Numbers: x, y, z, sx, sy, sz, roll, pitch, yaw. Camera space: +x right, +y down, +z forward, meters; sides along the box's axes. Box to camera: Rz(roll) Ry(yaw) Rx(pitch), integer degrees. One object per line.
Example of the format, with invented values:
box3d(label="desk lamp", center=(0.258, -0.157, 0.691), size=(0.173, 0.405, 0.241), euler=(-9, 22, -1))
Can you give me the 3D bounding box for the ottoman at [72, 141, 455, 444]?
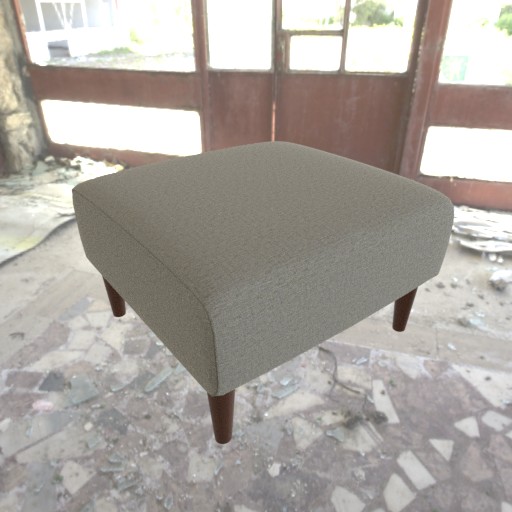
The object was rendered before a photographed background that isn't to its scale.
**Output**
box3d(label="ottoman", center=(0.000, 0.000, 1.089), size=(0.655, 0.399, 0.648), euler=(-21, 35, -32))
